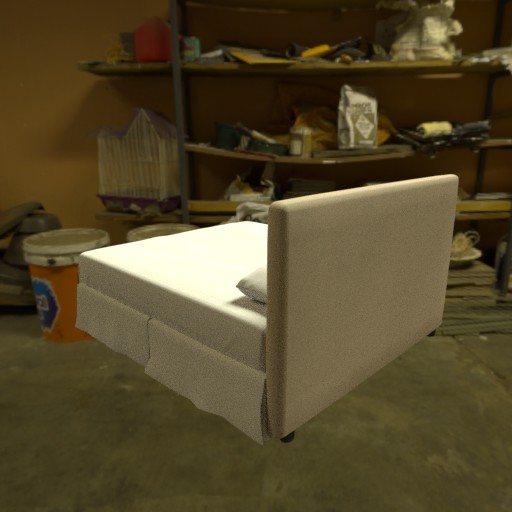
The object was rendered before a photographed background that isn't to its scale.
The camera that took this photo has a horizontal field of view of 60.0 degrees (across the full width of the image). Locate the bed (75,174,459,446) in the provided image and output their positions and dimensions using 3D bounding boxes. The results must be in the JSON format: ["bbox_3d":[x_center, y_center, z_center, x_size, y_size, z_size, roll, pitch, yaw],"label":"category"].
[{"bbox_3d":[0.000,0.000,3.569,2.319,1.317,2.119,14,21,42],"label":"bed"}]
